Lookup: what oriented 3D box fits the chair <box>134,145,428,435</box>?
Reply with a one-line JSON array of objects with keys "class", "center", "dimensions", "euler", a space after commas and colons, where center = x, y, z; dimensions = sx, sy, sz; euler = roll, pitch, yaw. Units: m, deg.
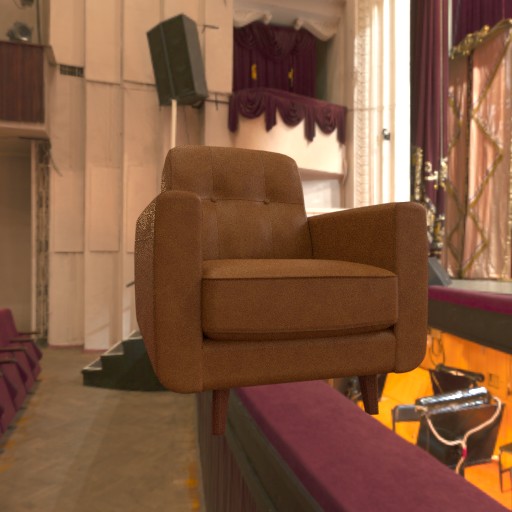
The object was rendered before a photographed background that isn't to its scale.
[{"class": "chair", "center": [0.000, 0.000, 1.664], "dimensions": [0.845, 0.968, 0.942], "euler": [0, 0, -18]}]
